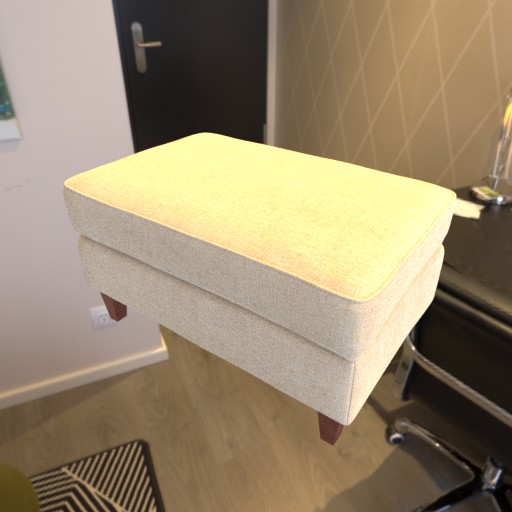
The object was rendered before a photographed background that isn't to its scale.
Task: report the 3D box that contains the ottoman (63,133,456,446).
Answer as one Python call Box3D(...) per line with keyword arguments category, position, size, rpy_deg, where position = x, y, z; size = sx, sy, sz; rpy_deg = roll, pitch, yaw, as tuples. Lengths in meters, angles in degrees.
Box3D(category="ottoman", position=(0.000, 0.000, 1.220), size=(0.862, 0.484, 0.583), rpy_deg=(21, 37, 30))
